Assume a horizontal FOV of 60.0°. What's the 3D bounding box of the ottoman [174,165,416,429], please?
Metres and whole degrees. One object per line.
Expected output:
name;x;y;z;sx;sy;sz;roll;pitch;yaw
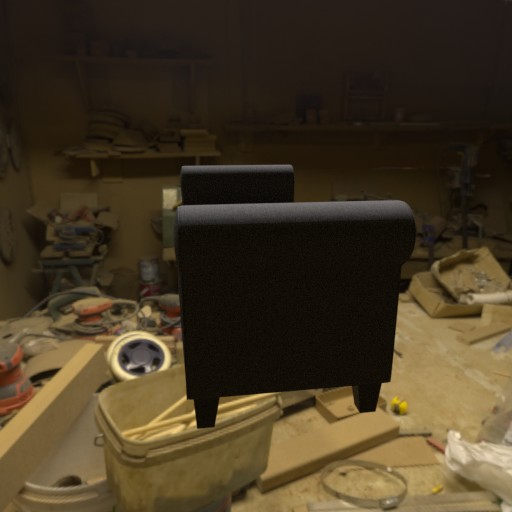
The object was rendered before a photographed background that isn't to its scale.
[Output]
ottoman;0.000;0.000;1.562;0.521;0.547;1.256;-2;16;-8
